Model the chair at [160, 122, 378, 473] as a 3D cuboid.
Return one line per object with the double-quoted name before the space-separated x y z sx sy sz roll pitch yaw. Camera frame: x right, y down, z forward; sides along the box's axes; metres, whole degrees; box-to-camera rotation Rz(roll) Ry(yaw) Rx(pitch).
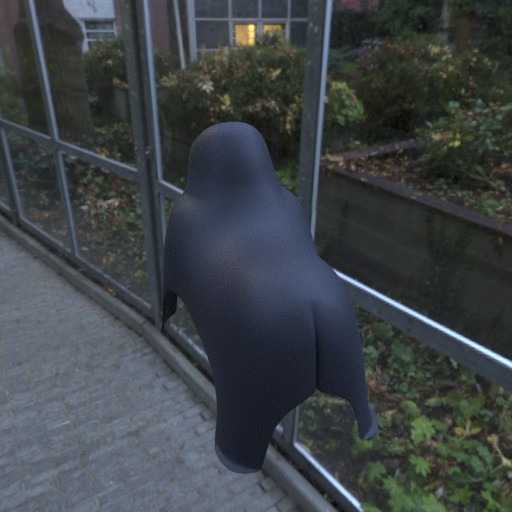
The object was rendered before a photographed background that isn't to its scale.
"chair" 0.000 0.000 1.130 0.490 0.600 0.758 -8 27 -17
